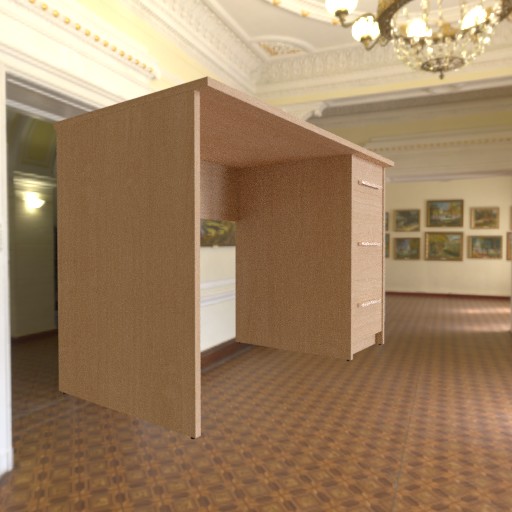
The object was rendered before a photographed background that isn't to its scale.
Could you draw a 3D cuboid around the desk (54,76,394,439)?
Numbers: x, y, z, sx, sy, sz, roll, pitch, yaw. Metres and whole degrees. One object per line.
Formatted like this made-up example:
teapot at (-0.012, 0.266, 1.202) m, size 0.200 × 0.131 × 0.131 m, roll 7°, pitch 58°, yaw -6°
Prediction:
desk at (0.000, 0.000, 1.488) m, size 0.560 × 0.735 × 1.097 m, roll 1°, pitch 2°, yaw 36°
